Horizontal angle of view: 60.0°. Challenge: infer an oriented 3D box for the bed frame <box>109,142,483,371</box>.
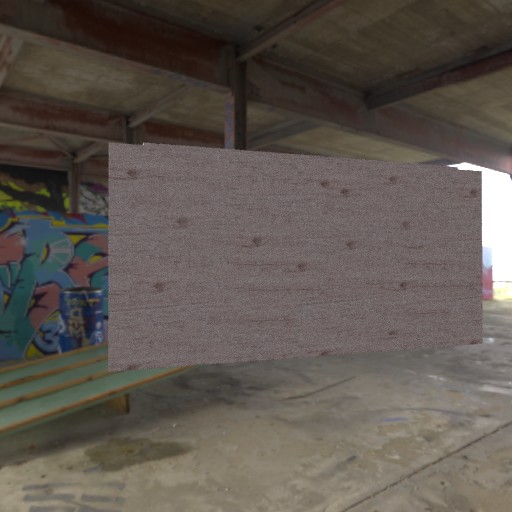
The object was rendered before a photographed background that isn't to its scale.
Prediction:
[{"bbox_3d":[0.000,0.000,3.130,1.950,0.970,2.080,0,0,-18],"label":"bed frame"}]
